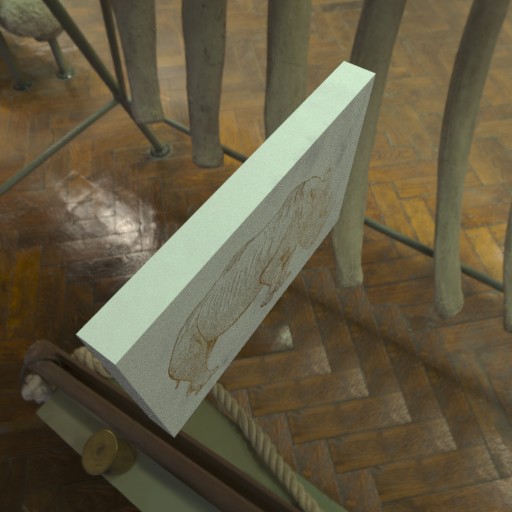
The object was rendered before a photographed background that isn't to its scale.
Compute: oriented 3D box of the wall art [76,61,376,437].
[{"bbox_3d":[0.000,0.000,0.492,0.038,0.254,0.381,31,63,18],"label":"wall art"}]
